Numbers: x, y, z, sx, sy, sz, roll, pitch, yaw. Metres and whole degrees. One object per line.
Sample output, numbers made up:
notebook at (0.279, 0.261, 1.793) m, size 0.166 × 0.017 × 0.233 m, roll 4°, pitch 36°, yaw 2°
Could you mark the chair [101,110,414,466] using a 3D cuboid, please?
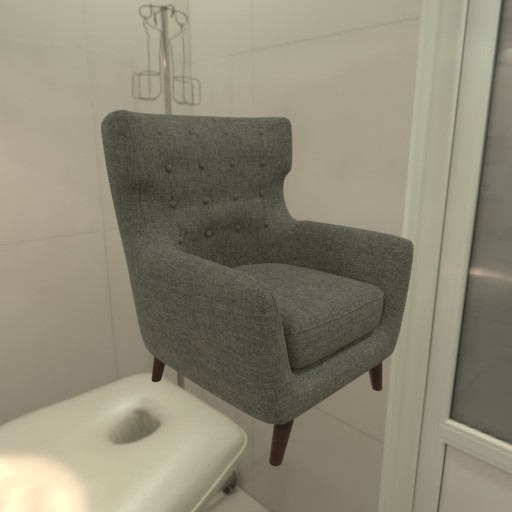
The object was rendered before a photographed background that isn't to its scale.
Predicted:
chair at (0.000, 0.000, 1.711) m, size 0.878 × 1.063 × 0.904 m, roll -14°, pitch 21°, yaw -43°
